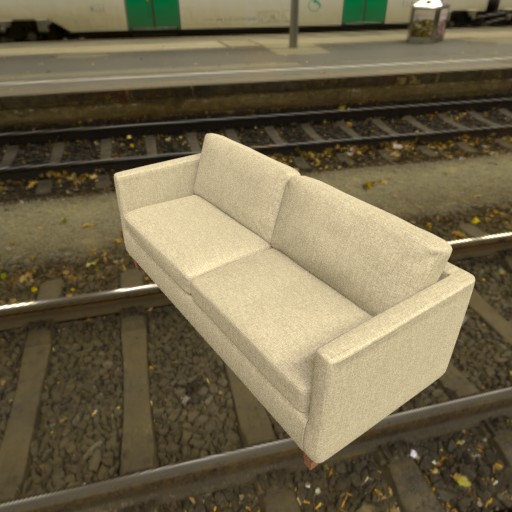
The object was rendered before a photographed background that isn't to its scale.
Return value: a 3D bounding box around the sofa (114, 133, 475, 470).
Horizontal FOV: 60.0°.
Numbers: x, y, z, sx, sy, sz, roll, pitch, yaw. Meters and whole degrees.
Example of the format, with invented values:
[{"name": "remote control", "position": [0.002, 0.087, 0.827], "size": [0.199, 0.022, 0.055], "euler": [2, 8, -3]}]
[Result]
[{"name": "sofa", "position": [0.000, 0.000, 2.693], "size": [0.956, 0.960, 2.208], "euler": [-21, 38, -29]}]
